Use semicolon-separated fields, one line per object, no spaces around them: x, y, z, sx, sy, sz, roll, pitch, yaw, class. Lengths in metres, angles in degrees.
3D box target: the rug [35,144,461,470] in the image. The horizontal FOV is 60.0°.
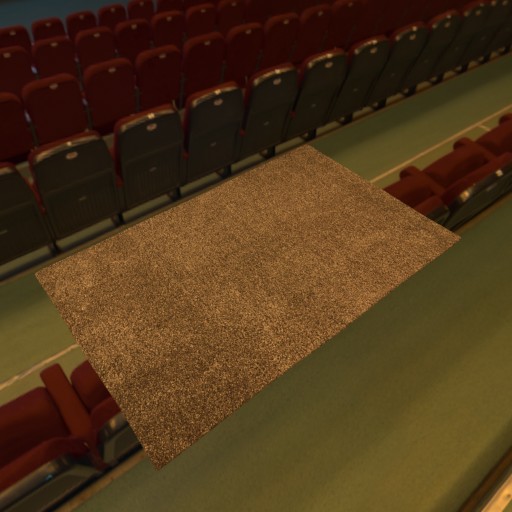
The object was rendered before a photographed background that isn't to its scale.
0.000;0.000;2.879;2.352;0.025;1.501;-30;53;-26;rug
